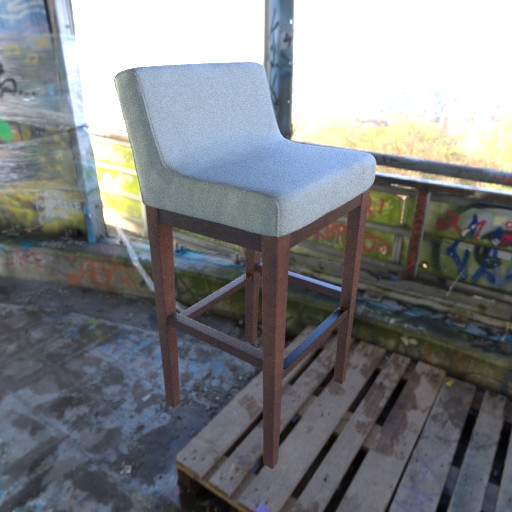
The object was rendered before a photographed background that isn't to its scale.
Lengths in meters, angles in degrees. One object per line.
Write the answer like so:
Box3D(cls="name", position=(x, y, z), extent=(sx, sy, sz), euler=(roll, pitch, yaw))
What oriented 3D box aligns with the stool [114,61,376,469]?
Box3D(cls="stool", position=(0.000, 0.000, 1.309), extent=(0.500, 1.037, 0.511), euler=(18, 31, 32))
